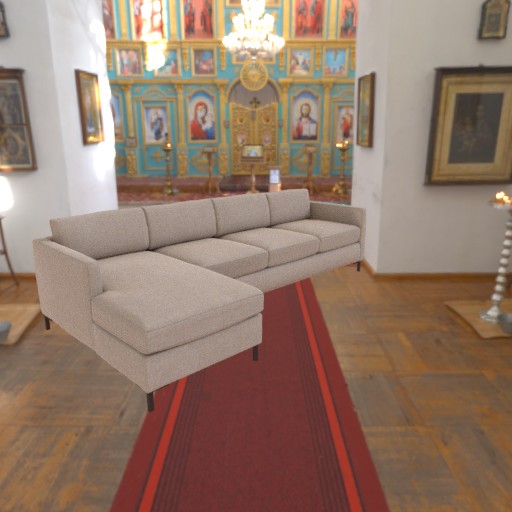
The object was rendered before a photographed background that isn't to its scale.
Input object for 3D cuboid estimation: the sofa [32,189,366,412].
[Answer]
[{"bbox_3d":[0.000,0.000,3.538,2.923,0.816,1.469,-14,21,-43],"label":"sofa"}]
